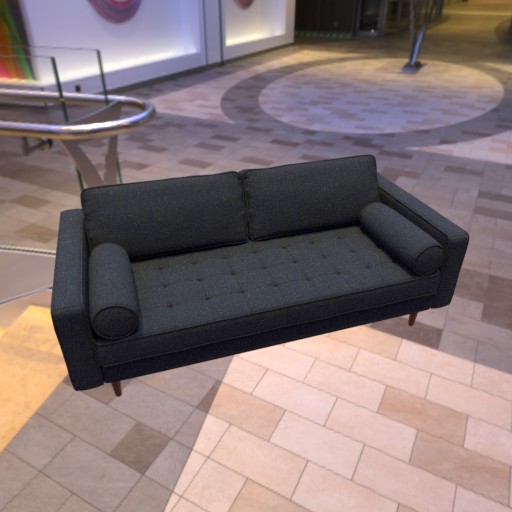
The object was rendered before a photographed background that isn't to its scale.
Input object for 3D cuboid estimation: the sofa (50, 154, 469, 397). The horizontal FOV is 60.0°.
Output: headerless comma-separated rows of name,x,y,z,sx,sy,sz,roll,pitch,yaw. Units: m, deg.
sofa,0.000,0.000,2.306,1.880,0.762,0.914,-10,33,-15
